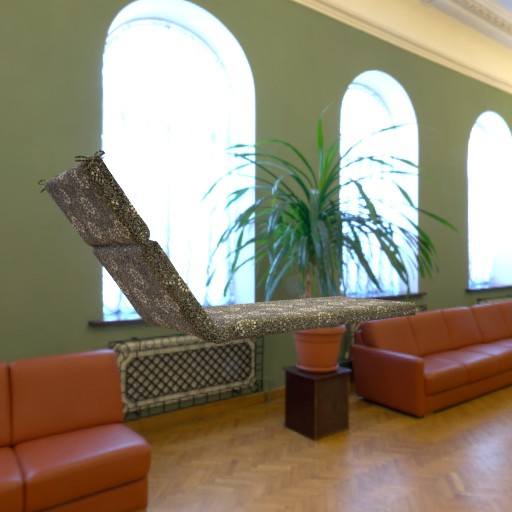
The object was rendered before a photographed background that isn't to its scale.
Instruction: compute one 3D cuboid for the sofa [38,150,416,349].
[{"bbox_3d":[0.000,0.000,1.947,1.663,0.622,0.582,0,0,-37],"label":"sofa"}]
